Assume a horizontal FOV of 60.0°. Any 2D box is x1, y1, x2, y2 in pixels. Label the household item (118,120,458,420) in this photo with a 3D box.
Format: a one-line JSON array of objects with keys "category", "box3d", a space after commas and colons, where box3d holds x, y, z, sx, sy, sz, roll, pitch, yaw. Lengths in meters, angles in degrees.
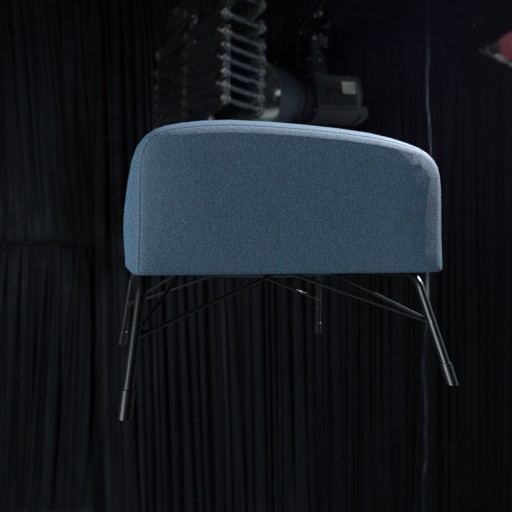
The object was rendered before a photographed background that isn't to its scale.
[{"category": "household item", "box3d": [0.000, 0.000, 0.892, 0.530, 0.420, 0.530, 0, 0, -17]}]
